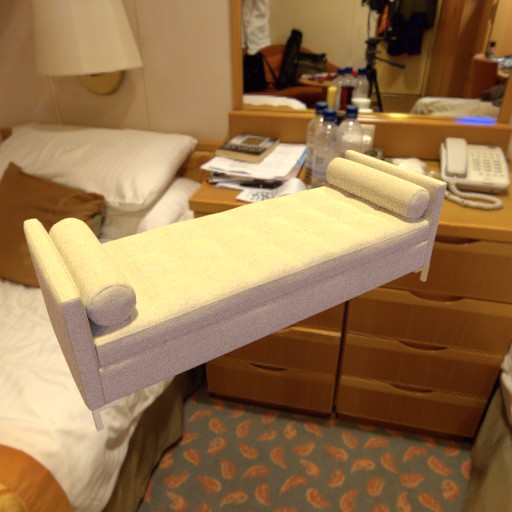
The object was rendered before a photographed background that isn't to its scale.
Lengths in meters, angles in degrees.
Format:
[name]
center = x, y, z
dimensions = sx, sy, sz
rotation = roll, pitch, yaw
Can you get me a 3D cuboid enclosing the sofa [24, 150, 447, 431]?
[sofa]
center = 0.000, 0.000, 2.418
dimensions = 2.102, 0.655, 0.797
rotation = -18, 35, -28
